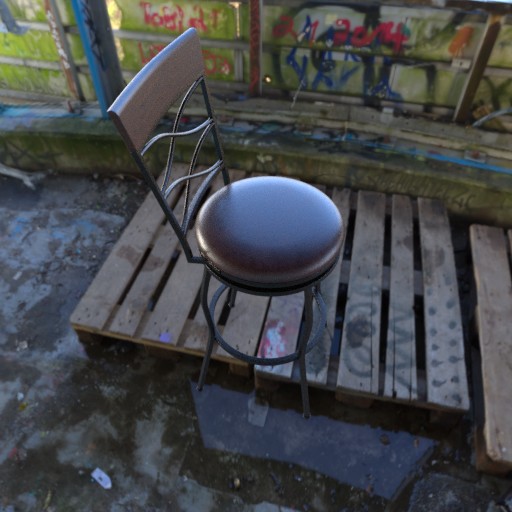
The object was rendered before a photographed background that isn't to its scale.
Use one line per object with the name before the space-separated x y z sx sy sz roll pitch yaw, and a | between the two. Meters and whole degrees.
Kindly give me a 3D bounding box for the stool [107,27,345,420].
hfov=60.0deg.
stool | 0.000 0.000 1.361 0.513 1.130 0.448 11 47 10
